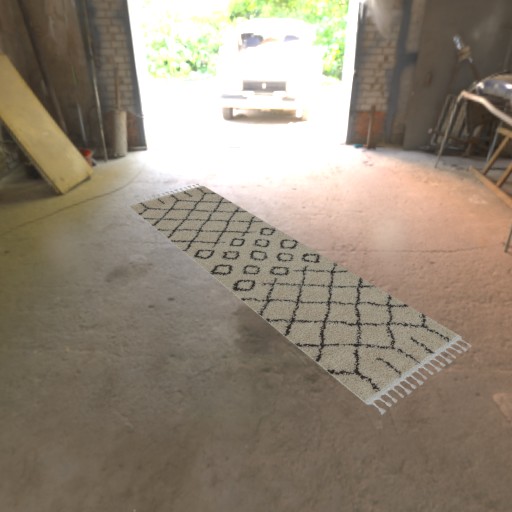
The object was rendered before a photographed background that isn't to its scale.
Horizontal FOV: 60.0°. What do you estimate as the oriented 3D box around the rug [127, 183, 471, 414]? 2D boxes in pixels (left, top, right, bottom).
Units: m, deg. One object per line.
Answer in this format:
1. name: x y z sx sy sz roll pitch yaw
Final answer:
1. rug: 0.000 0.000 2.709 0.660 0.005 2.464 -21 37 -31
